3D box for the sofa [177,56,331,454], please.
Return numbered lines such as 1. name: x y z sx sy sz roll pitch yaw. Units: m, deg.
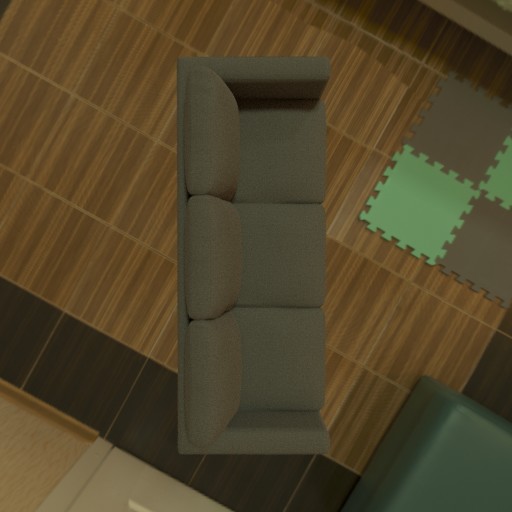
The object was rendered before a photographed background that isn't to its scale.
1. sofa: 0.000 0.000 2.486 0.802 0.912 2.029 0 91 0
